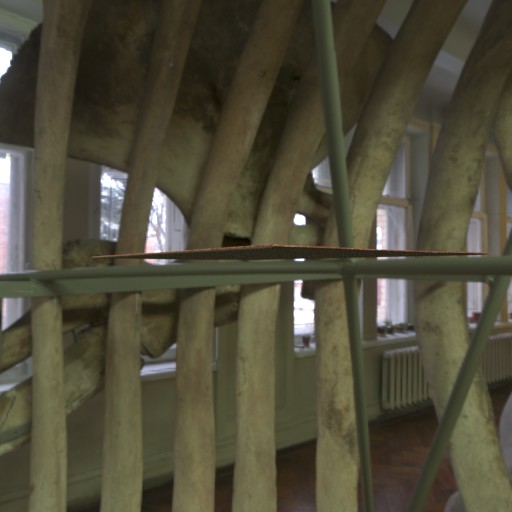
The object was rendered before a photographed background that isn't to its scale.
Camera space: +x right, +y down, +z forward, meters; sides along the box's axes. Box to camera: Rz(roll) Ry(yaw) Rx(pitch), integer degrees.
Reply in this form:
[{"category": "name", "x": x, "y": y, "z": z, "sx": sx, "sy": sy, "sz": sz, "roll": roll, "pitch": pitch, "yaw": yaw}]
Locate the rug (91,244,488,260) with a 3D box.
[{"category": "rug", "x": 0.000, "y": 0.000, "z": 2.227, "sx": 1.139, "sy": 0.011, "sz": 1.747, "roll": 1, "pitch": -2, "yaw": -36}]
